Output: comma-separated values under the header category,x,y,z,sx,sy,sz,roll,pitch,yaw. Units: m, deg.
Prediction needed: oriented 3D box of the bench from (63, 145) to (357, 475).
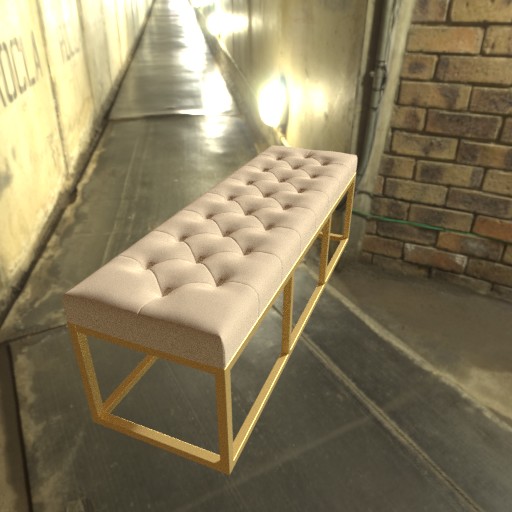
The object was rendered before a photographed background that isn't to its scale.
category,x,y,z,sx,sy,sz,roll,pitch,yaw
bench,0.000,0.000,1.734,0.457,0.484,1.473,12,32,20
